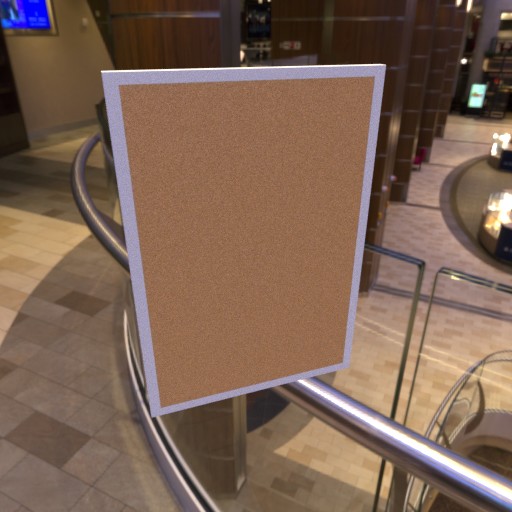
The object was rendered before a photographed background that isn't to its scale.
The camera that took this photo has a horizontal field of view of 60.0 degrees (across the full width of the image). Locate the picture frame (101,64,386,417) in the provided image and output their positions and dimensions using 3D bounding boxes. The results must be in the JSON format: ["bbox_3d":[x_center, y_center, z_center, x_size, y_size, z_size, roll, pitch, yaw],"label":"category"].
[{"bbox_3d":[0.000,0.000,0.554,0.305,0.434,0.013,-9,28,-17],"label":"picture frame"}]
